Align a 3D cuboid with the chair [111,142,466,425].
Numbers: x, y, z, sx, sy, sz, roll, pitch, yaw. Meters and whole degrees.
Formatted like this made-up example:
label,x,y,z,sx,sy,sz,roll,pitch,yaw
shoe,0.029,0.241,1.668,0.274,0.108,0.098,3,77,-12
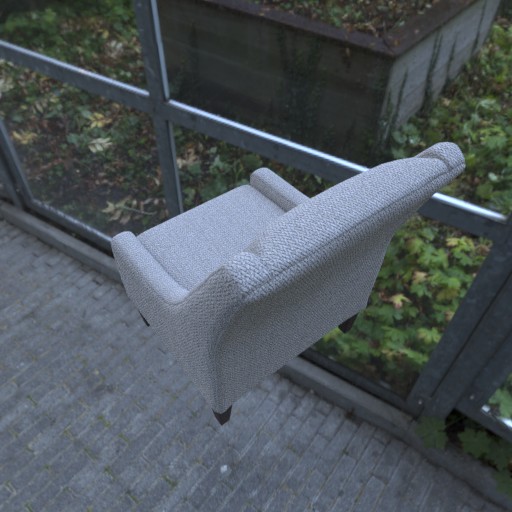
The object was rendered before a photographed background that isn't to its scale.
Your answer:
label,x,y,z,sx,sy,sz,roll,pitch,yaw
chair,0.000,0.000,1.582,0.774,1.014,0.870,-30,53,-25
